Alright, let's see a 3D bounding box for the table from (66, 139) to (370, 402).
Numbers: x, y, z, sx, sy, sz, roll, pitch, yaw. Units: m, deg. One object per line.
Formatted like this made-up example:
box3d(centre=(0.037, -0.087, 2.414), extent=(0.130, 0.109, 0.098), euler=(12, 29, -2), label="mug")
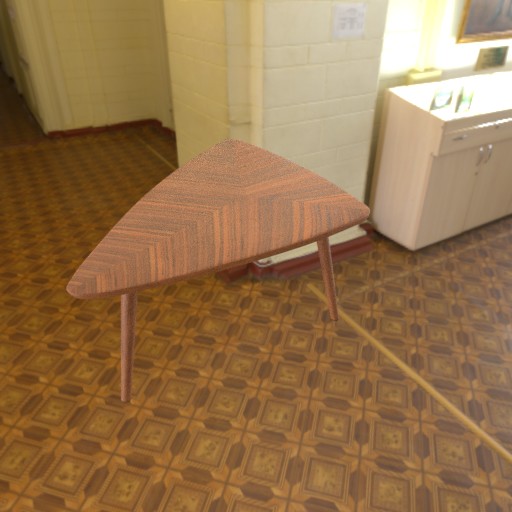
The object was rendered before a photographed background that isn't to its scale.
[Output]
box3d(centre=(0.000, 0.000, 1.290), extent=(0.601, 0.365, 1.008), euler=(8, 32, 12), label="table")
